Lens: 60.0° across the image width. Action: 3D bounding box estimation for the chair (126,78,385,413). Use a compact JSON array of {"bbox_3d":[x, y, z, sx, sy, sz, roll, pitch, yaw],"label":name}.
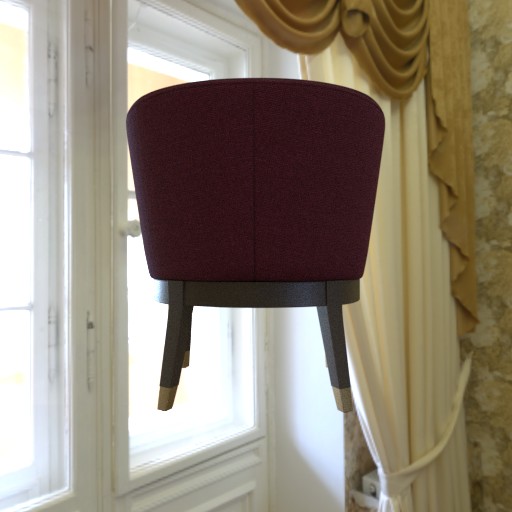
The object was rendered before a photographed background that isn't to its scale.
[{"bbox_3d":[0.000,0.000,1.262,0.700,0.760,0.660,0,0,1],"label":"chair"}]
